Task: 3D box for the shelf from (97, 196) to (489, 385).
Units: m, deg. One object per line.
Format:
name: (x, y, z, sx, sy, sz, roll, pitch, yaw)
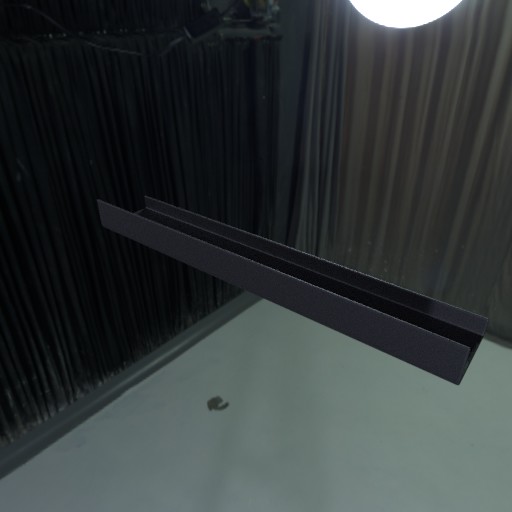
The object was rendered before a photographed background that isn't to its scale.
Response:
shelf: (0.000, 0.000, 0.638, 0.605, 0.053, 0.102, 21, 36, 32)
